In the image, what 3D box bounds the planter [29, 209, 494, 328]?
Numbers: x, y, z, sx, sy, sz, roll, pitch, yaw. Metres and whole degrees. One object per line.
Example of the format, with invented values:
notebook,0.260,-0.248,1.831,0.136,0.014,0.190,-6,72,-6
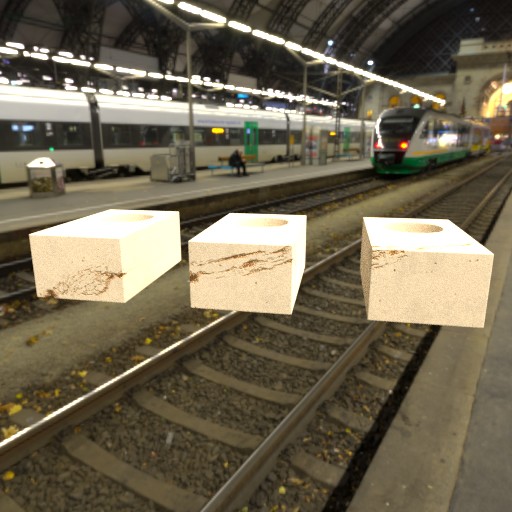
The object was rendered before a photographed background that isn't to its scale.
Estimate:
planter,0.000,0.000,0.379,0.333,0.051,0.127,3,15,10
